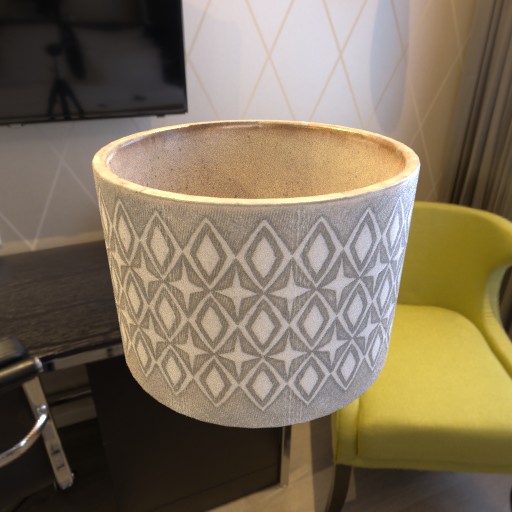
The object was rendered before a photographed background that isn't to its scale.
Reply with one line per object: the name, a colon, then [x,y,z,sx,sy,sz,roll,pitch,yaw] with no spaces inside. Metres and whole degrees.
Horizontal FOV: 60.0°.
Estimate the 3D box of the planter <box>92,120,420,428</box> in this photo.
planter: [0.000,0.000,0.297,0.186,0.144,0.186,0,27,0]
